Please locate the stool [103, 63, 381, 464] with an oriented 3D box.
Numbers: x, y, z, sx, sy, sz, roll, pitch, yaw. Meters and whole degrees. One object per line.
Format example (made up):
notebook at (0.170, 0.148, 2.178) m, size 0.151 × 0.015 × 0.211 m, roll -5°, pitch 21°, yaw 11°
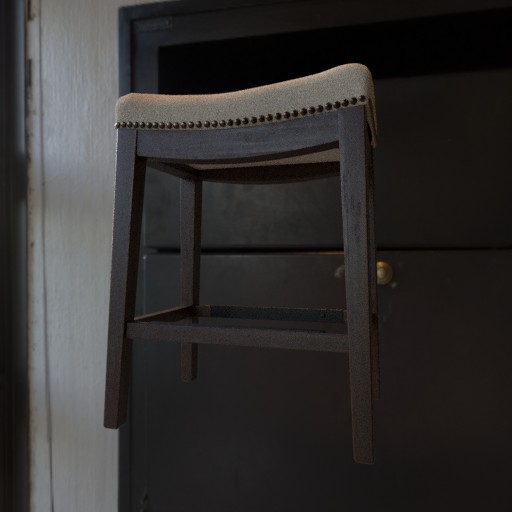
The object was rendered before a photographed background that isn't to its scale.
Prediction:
stool at (0.000, 0.000, 0.956) m, size 0.509 × 0.669 × 0.363 m, roll 0°, pitch 0°, yaw 17°
